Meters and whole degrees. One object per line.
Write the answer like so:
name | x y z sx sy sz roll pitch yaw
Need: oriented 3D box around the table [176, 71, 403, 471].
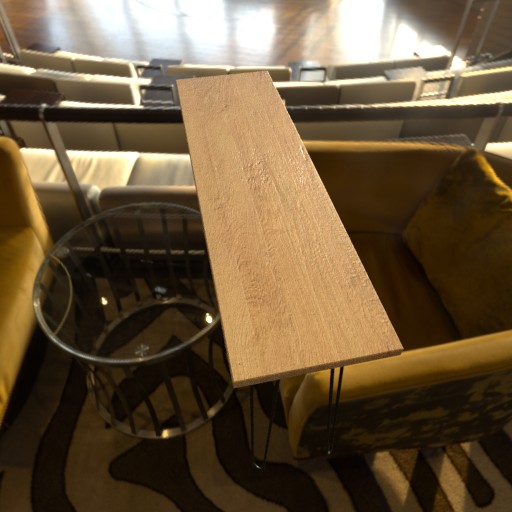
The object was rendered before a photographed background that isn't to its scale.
table | 0.000 0.000 1.745 0.399 0.799 1.400 -9 49 -8
